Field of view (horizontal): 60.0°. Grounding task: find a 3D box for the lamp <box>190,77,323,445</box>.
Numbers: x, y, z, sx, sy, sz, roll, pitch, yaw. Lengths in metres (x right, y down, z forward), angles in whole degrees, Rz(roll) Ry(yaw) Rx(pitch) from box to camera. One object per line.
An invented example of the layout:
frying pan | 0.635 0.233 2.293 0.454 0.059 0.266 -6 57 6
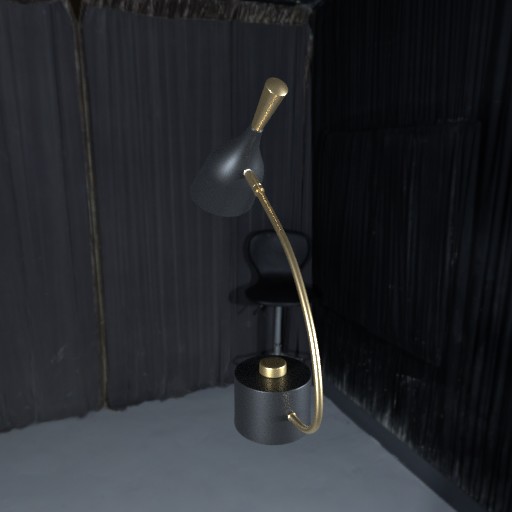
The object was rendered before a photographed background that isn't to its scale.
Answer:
lamp | 0.000 0.000 0.633 0.110 0.464 0.352 -6 15 -24
